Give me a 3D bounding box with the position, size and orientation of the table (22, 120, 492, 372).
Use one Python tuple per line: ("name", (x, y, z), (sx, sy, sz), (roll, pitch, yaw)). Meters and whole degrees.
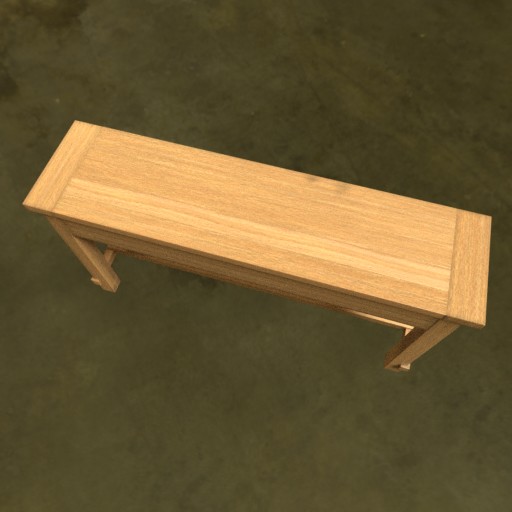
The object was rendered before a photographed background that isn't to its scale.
("table", (0.000, 0.000, 1.898), (1.599, 0.762, 0.442), (15, 64, 7))
